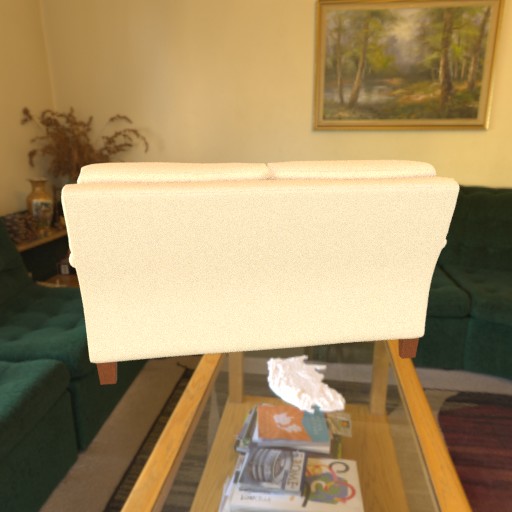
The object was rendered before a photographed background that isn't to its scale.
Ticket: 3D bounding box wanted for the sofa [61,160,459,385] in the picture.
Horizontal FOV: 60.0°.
[{"bbox_3d":[0.000,0.000,2.550,1.853,1.101,1.084,-3,16,-9],"label":"sofa"}]
